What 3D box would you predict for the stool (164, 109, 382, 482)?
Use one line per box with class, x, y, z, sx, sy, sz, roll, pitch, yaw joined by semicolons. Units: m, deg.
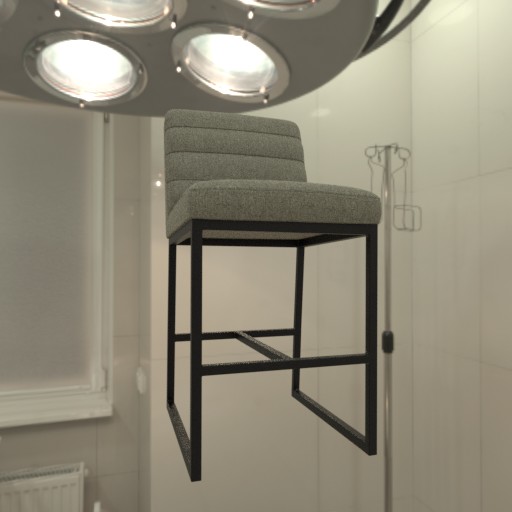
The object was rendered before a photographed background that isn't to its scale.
stool;0.000;0.000;1.226;0.460;0.940;0.560;0;-1;-17
